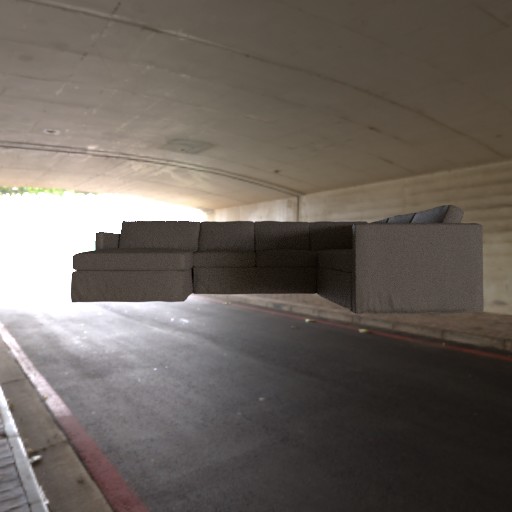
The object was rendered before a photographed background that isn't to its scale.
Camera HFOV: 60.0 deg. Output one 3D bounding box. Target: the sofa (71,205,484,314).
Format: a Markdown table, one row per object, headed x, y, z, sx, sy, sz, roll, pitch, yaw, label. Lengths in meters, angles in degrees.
| x | y | z | sx | sy | sz | roll | pitch | yaw | label |
| --- | --- | --- | --- | --- | --- | --- | --- | --- | --- |
| 0.000 | 0.000 | 4.595 | 3.528 | 0.878 | 2.476 | 0 | 1 | -3 | sofa |
